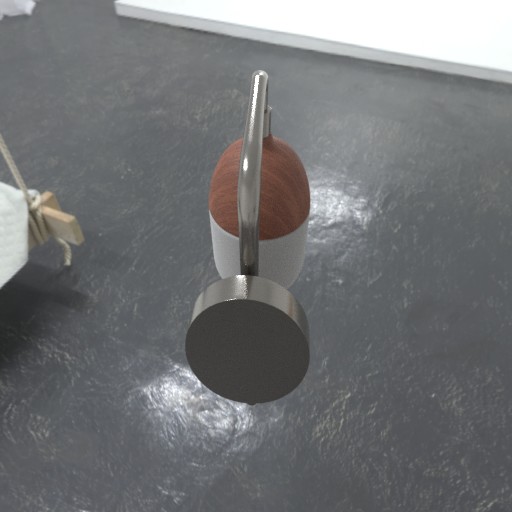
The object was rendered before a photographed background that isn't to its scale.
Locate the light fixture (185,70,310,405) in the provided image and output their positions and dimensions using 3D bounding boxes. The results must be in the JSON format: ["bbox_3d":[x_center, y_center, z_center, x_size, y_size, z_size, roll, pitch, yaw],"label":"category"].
[{"bbox_3d":[0.000,0.000,0.447,0.108,0.343,0.216,3,47,3],"label":"light fixture"}]
